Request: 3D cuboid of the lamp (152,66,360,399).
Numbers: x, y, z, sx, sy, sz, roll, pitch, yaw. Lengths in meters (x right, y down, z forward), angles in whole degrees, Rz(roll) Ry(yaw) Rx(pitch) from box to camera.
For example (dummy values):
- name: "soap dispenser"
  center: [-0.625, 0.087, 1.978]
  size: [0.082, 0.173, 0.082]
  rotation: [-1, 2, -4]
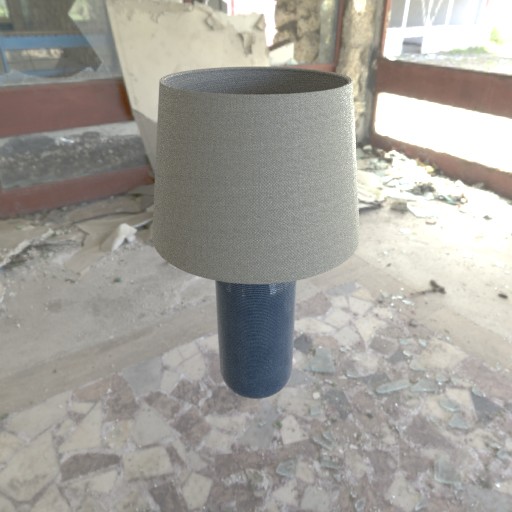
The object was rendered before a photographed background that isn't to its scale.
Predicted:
- name: "lamp"
  center: [0.000, 0.000, 0.570]
  size: [0.253, 0.428, 0.253]
  rotation: [0, 30, 0]
